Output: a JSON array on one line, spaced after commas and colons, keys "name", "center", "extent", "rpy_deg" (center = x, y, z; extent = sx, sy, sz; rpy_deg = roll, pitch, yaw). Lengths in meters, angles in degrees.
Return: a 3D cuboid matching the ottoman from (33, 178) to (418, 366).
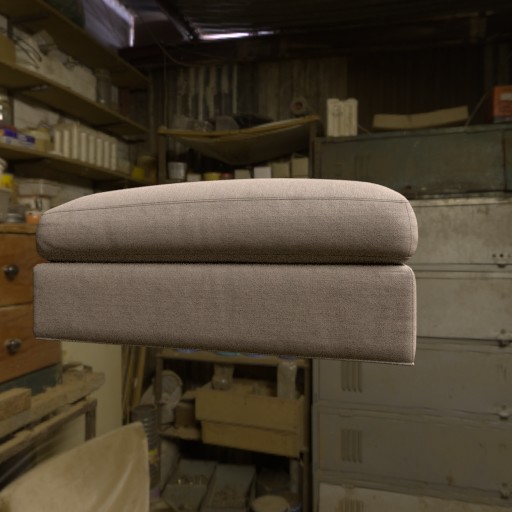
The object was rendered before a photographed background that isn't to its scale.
[{"name": "ottoman", "center": [0.000, 0.000, 1.589], "extent": [1.041, 0.470, 1.041], "rpy_deg": [0, 0, 17]}]
